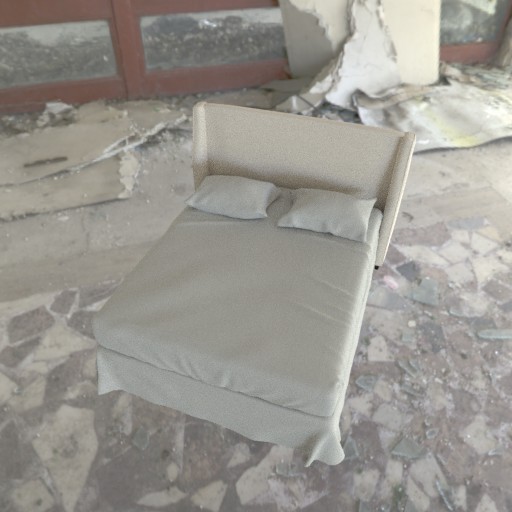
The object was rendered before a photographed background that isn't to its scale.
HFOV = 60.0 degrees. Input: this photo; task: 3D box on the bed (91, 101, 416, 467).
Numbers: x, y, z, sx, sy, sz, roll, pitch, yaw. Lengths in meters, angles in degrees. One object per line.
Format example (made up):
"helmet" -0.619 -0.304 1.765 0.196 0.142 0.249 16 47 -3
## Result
"bed" 0.000 0.000 3.391 1.925 1.332 2.276 13 43 15
